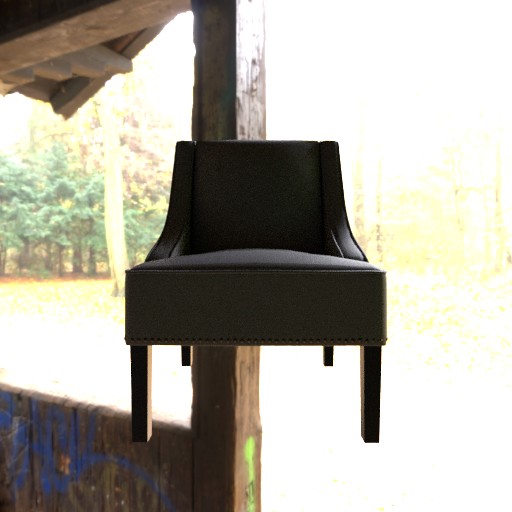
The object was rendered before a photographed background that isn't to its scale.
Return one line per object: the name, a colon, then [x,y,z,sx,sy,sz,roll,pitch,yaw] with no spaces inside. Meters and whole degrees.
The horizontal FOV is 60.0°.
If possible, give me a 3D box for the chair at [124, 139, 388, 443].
chair: [0.000,0.000,1.375,0.631,0.867,0.747,0,1,1]
